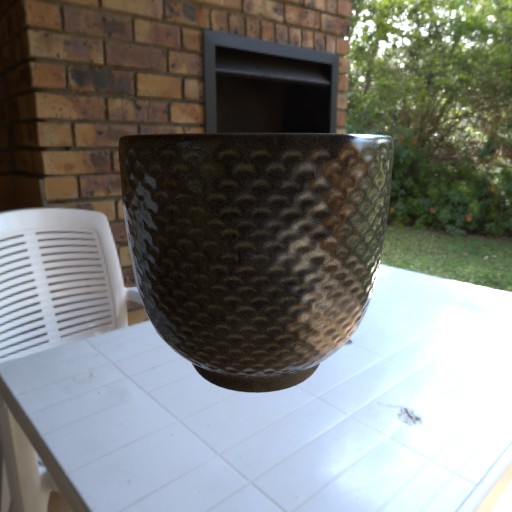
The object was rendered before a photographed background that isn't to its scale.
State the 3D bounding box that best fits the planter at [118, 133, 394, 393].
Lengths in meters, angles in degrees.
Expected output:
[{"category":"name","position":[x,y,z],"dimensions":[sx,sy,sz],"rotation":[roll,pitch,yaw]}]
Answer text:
[{"category":"planter","position":[0.000,0.000,0.306],"dimensions":[0.172,0.160,0.172],"rotation":[0,14,0]}]
